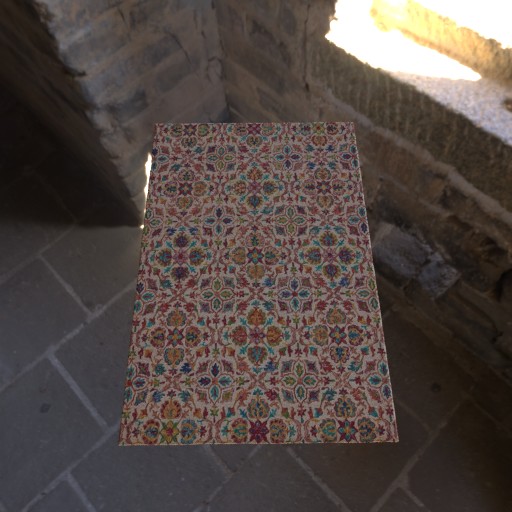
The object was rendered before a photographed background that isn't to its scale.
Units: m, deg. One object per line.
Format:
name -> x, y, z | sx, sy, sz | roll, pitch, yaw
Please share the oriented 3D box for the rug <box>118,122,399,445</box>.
rug -> 0.000, 0.000, 2.936 | 1.541, 0.018, 2.297 | -1, 64, 0
